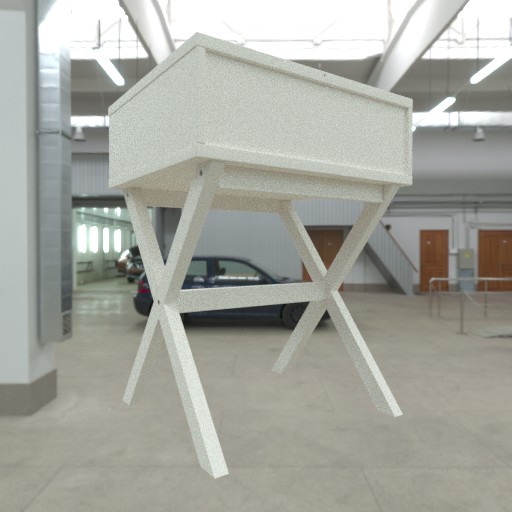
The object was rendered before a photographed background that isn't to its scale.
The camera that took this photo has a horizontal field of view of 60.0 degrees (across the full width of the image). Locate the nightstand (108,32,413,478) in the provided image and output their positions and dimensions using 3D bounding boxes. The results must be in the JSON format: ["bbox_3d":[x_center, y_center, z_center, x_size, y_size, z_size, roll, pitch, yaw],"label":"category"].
[{"bbox_3d":[0.000,0.000,0.911,0.479,0.623,0.402,-1,1,-35],"label":"nightstand"}]
